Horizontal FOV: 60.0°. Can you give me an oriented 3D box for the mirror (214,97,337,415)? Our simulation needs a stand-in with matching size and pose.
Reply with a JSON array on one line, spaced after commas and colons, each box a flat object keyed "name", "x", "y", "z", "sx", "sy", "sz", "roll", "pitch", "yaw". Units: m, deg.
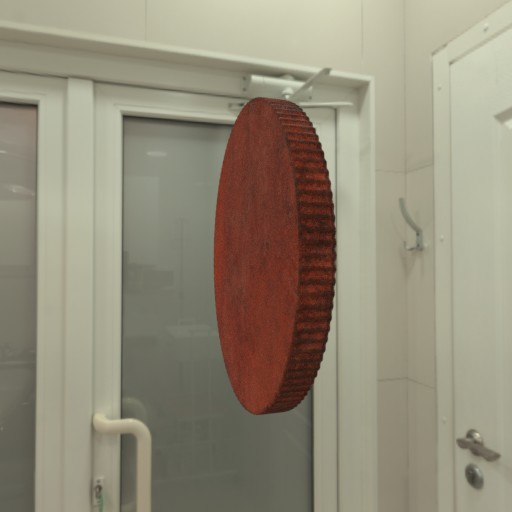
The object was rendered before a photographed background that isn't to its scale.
[{"name": "mirror", "x": 0.000, "y": 0.000, "z": 0.905, "sx": 0.056, "sy": 0.609, "sz": 0.609, "roll": 0, "pitch": -1, "yaw": -17}]
